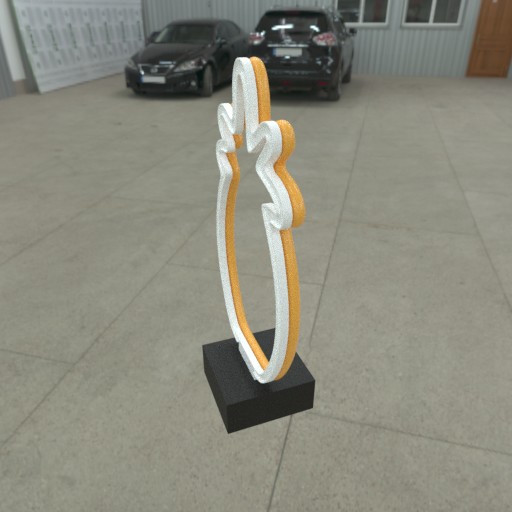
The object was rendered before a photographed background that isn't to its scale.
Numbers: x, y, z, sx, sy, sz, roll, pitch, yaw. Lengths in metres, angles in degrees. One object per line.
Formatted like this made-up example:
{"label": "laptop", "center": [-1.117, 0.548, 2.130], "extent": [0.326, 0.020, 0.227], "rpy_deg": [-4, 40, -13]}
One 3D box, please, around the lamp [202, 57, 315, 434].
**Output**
{"label": "lamp", "center": [0.000, 0.000, 0.386], "extent": [0.088, 0.317, 0.167], "rpy_deg": [-10, 30, -18]}
